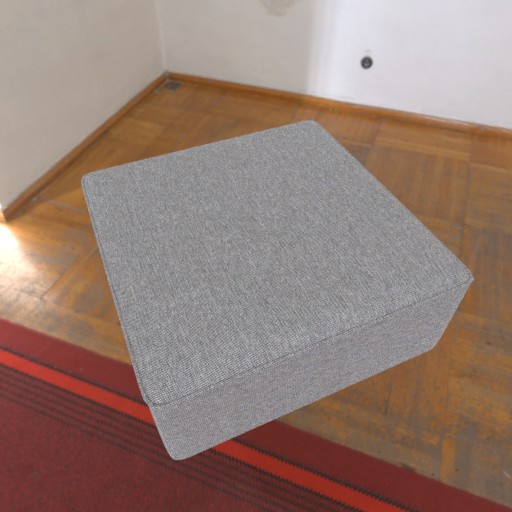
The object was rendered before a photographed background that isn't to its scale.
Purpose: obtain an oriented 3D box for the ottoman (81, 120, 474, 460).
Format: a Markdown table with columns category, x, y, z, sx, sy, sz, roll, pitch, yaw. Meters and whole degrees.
| category | x | y | z | sx | sy | sz | roll | pitch | yaw |
| --- | --- | --- | --- | --- | --- | --- | --- | --- | --- |
| ottoman | 0.000 | 0.000 | 1.604 | 1.005 | 0.455 | 1.005 | -18 | 50 | -16 |
